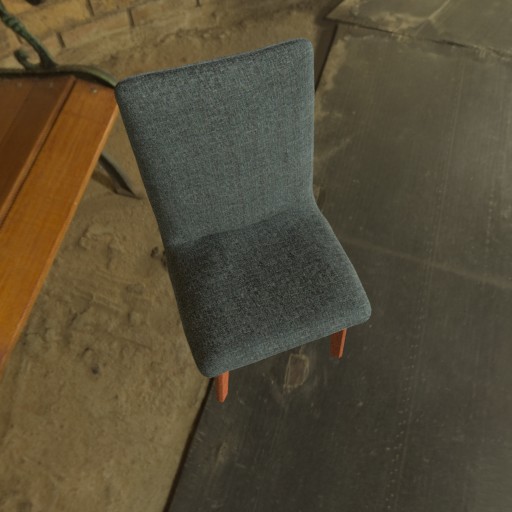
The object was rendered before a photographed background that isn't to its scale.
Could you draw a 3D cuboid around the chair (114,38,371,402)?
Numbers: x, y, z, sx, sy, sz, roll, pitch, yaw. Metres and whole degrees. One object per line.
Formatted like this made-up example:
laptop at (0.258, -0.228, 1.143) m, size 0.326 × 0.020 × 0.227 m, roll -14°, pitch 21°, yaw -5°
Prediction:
chair at (0.000, 0.000, 1.291) m, size 0.522 × 0.974 × 0.563 m, roll -18°, pitch 65°, yaw -9°
